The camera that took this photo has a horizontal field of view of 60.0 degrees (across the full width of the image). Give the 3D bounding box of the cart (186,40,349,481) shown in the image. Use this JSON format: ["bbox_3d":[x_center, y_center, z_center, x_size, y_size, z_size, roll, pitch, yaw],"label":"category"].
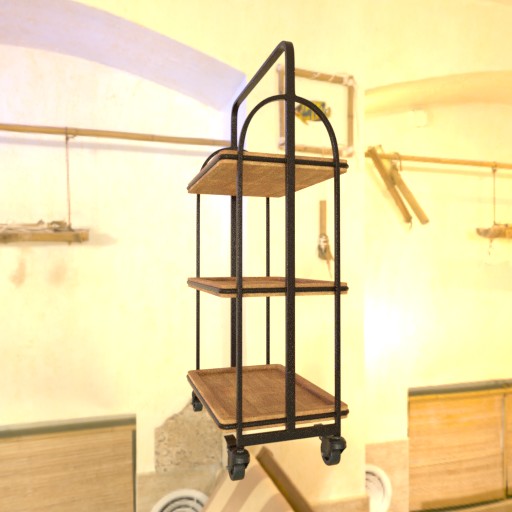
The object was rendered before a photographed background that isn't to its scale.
[{"bbox_3d":[0.000,0.000,1.243,0.327,1.001,0.553,0,-1,-18],"label":"cart"}]
